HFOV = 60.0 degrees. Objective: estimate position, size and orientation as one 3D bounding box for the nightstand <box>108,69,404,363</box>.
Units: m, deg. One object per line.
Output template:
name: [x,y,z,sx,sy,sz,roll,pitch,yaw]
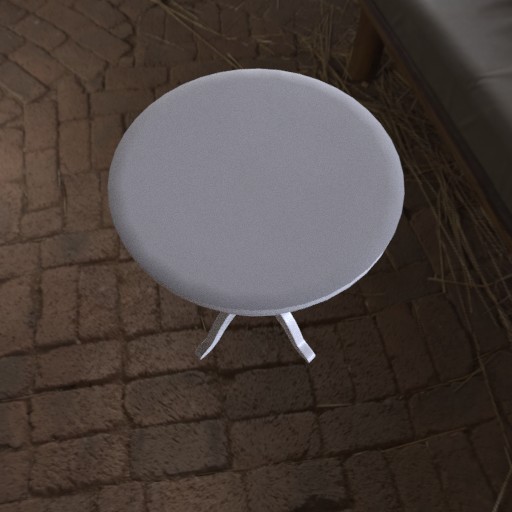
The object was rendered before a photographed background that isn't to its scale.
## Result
nightstand: [0.000,0.000,1.064,0.513,0.653,0.513,-31,67,-15]
